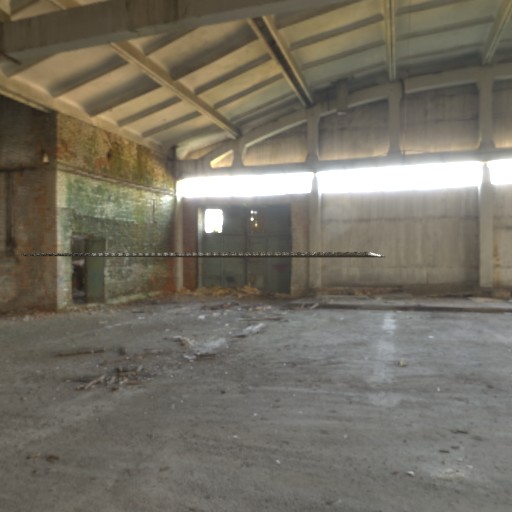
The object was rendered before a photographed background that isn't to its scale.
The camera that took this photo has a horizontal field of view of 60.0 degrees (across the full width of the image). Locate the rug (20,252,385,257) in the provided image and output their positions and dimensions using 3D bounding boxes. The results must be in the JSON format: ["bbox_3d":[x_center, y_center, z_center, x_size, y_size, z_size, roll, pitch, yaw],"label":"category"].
[{"bbox_3d":[0.000,0.000,2.946,1.600,0.013,2.312,0,0,18],"label":"rug"}]
